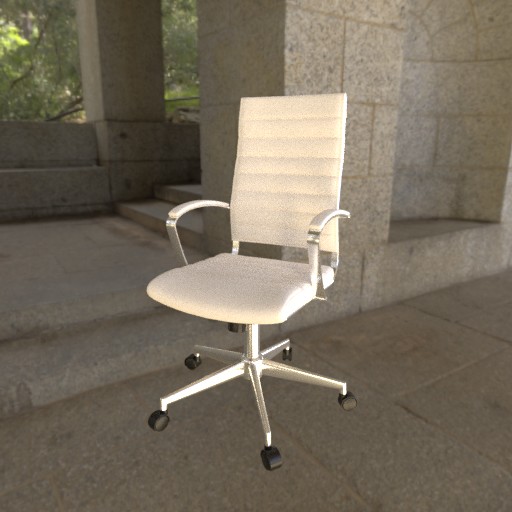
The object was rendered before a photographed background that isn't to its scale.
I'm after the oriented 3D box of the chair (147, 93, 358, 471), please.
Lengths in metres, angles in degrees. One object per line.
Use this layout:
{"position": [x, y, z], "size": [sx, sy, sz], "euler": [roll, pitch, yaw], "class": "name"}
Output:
{"position": [0.000, 0.000, 1.609], "size": [0.766, 1.149, 0.739], "euler": [7, 16, 26], "class": "chair"}
